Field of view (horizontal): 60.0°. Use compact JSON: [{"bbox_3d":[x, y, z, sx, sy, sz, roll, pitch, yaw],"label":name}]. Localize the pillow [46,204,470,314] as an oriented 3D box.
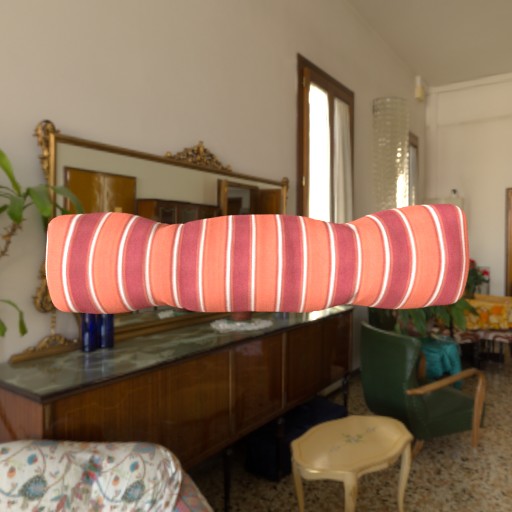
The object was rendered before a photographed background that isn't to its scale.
[{"bbox_3d":[0.000,0.000,0.720,0.490,0.133,0.468,0,1,-1],"label":"pillow"}]
